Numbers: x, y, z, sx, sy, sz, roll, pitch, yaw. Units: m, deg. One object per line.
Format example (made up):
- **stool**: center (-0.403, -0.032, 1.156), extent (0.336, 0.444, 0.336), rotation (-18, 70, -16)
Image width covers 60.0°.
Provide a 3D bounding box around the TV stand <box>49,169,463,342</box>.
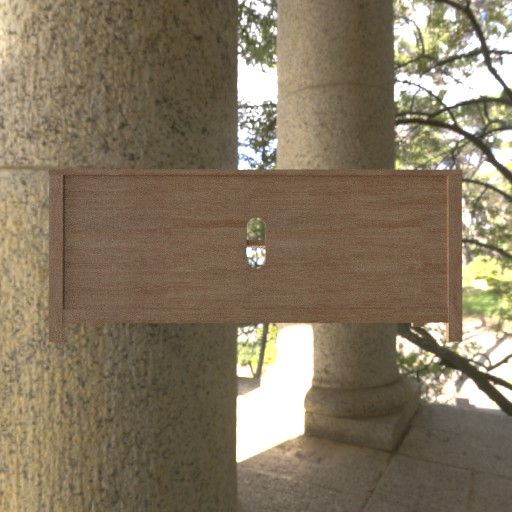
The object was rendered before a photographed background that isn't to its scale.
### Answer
- **TV stand**: center (0.000, 0.000, 1.763), extent (1.466, 0.610, 0.398), rotation (0, 0, 0)
